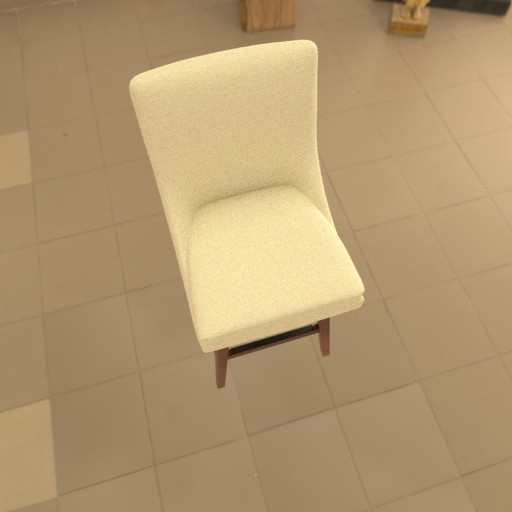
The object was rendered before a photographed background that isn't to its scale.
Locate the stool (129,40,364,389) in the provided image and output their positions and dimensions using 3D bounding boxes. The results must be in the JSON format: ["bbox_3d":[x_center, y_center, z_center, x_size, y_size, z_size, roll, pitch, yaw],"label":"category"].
[{"bbox_3d":[0.000,0.000,1.395,0.470,1.097,0.559,-15,65,-7],"label":"stool"}]
